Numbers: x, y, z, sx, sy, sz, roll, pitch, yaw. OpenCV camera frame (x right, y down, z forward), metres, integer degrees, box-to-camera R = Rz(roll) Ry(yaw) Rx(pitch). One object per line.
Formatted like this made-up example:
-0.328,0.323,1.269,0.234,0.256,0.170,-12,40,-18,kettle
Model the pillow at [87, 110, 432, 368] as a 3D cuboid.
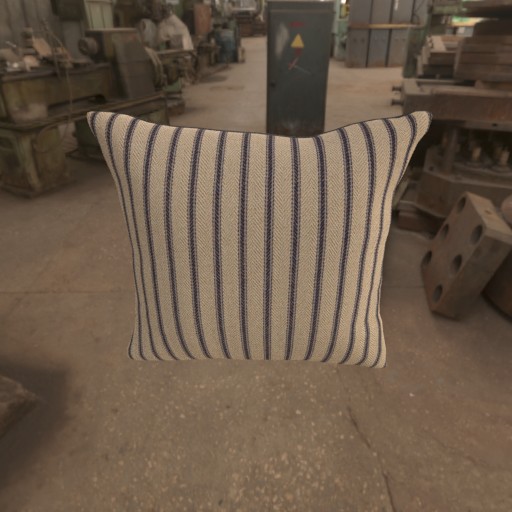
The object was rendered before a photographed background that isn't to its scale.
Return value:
0.000,0.000,0.697,0.468,0.444,0.138,1,30,2,pillow
